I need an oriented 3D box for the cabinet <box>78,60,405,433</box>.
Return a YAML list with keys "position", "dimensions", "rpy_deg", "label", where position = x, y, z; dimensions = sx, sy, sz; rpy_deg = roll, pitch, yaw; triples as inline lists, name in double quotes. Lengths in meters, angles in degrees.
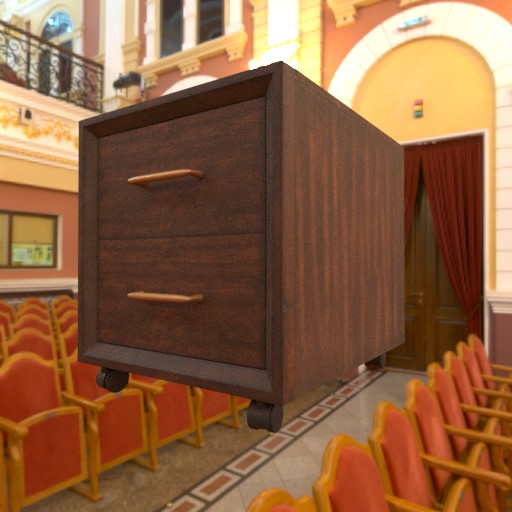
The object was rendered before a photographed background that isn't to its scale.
- position: [0.000, 0.000, 0.826]
  dimensions: [0.402, 0.455, 0.500]
  rpy_deg: [0, -1, 35]
  label: "cabinet"
